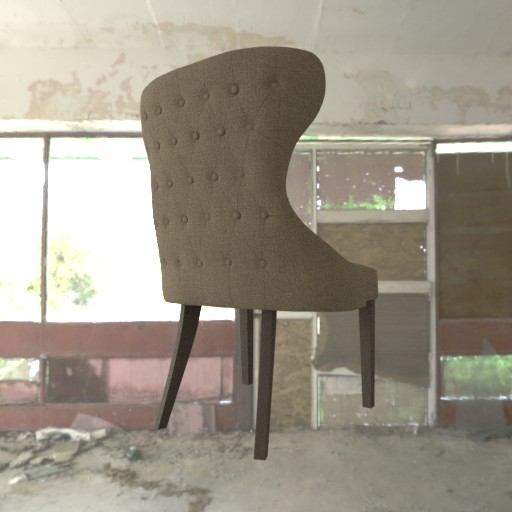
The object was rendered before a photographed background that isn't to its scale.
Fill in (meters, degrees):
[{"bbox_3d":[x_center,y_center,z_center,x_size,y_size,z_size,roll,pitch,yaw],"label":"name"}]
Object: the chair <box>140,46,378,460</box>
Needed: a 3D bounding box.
[{"bbox_3d":[0.000,0.000,1.339,0.628,0.967,0.635,-1,-1,35],"label":"chair"}]
